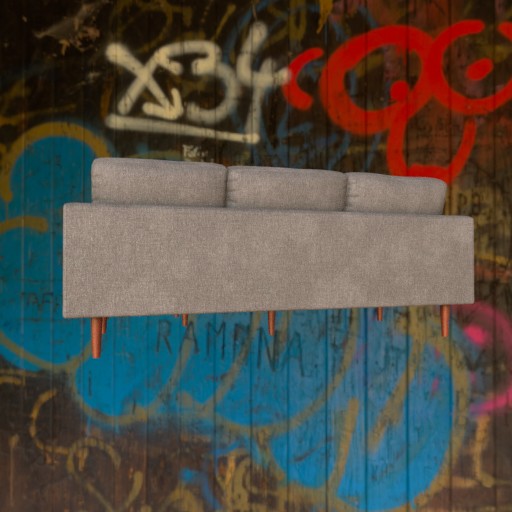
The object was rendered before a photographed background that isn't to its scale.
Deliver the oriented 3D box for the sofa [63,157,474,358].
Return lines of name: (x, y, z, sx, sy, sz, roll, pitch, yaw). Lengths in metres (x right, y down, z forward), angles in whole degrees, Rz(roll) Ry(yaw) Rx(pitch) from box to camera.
sofa: (0.000, 0.000, 2.976, 2.233, 0.956, 1.504, 0, 0, -17)
